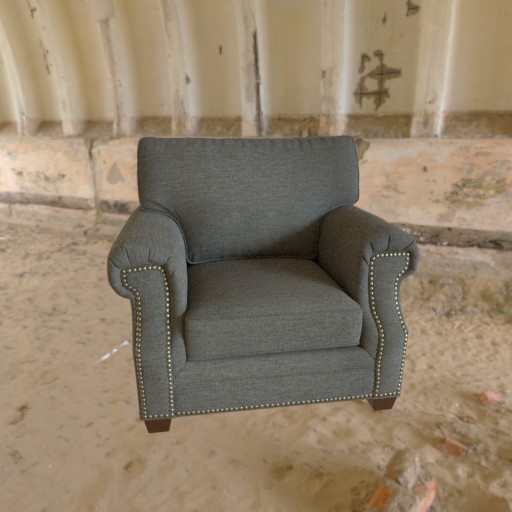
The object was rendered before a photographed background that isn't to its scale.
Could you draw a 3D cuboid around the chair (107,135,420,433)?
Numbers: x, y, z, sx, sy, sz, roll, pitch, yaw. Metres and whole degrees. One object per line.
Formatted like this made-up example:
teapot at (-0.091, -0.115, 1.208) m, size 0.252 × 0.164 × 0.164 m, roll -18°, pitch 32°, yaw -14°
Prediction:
chair at (0.000, 0.000, 1.854) m, size 1.092 × 0.961 × 0.965 m, roll -3°, pitch 17°, yaw -8°
